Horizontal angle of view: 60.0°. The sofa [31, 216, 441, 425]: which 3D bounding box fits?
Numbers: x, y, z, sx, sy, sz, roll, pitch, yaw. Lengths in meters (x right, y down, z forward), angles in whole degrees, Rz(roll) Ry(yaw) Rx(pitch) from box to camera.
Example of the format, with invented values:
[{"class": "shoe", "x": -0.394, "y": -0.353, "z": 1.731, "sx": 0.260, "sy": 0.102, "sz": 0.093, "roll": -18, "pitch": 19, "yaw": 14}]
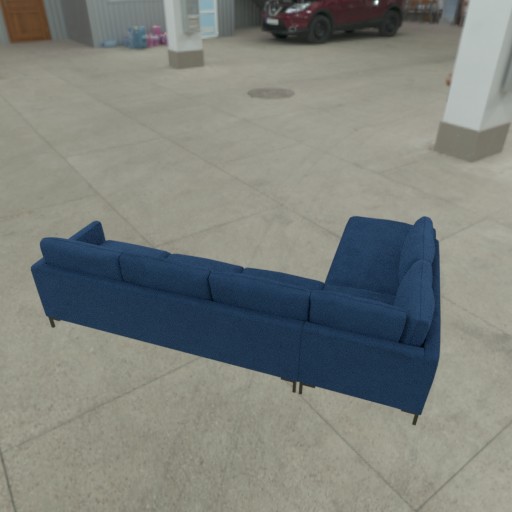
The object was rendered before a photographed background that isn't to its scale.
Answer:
[{"class": "sofa", "x": 0.000, "y": 0.000, "z": 3.808, "sx": 2.949, "sy": 0.815, "sz": 2.007, "roll": 11, "pitch": 34, "yaw": 16}]
